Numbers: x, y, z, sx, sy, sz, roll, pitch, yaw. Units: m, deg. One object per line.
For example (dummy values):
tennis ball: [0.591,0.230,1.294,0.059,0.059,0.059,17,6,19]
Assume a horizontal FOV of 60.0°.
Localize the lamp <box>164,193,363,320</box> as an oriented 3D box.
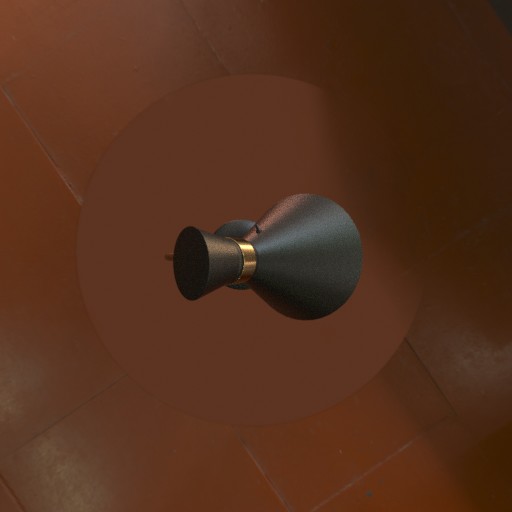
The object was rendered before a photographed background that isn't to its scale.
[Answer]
lamp: [0.000,0.000,0.788,0.292,0.647,0.189,0,91,0]
